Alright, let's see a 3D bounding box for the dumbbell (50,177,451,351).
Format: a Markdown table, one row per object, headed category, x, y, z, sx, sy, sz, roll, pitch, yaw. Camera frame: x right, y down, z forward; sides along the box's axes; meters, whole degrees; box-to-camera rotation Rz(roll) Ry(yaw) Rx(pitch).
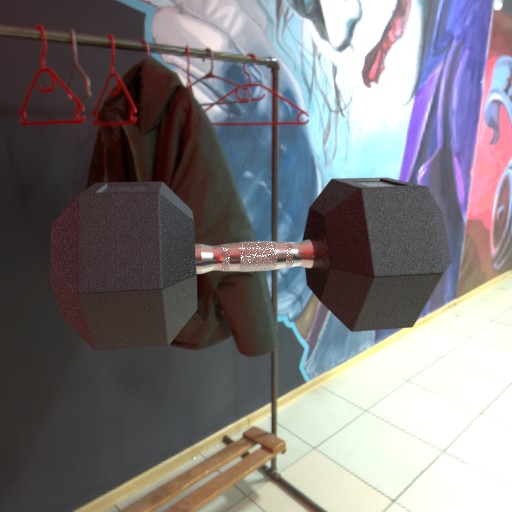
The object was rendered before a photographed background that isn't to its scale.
| category | x | y | z | sx | sy | sz | roll | pitch | yaw |
| --- | --- | --- | --- | --- | --- | --- | --- | --- | --- |
| dumbbell | 0.000 | 0.000 | 0.331 | 0.271 | 0.106 | 0.122 | -3 | 16 | -9 |
